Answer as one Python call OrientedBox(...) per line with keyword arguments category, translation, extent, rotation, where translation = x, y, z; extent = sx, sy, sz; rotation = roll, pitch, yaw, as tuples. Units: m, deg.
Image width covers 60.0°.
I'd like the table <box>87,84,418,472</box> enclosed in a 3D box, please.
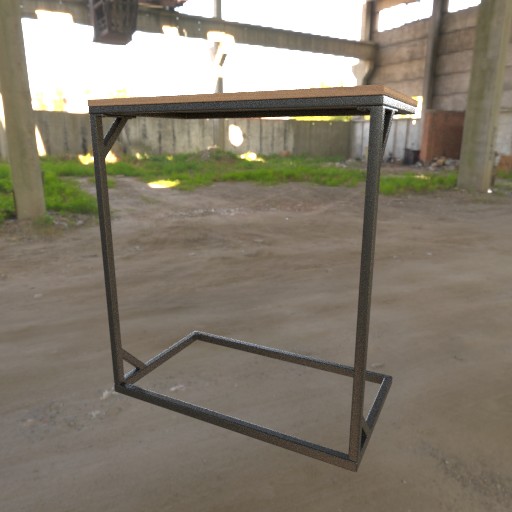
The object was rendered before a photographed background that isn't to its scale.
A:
OrientedBox(category="table", translation=(0.000, 0.000, 1.011), extent=(0.597, 0.673, 0.351), rotation=(8, 17, 26))
